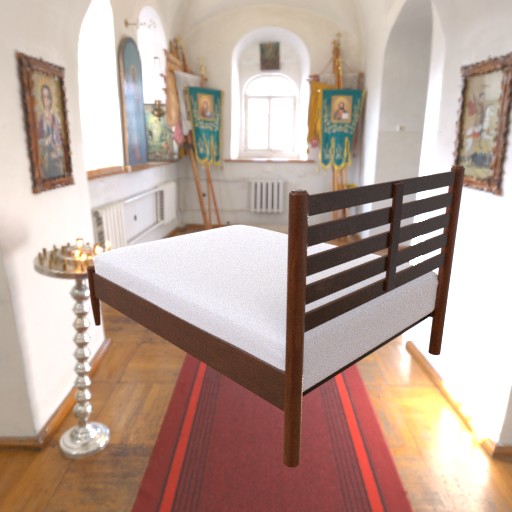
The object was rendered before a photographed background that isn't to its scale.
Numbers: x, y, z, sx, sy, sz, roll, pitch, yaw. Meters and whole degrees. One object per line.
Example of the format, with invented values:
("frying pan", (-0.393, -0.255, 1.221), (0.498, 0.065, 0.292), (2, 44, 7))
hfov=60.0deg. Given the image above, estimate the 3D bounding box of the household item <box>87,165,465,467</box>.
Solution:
("household item", (0.000, 0.000, 3.288), (1.663, 1.356, 2.232), (-15, 23, -42))
